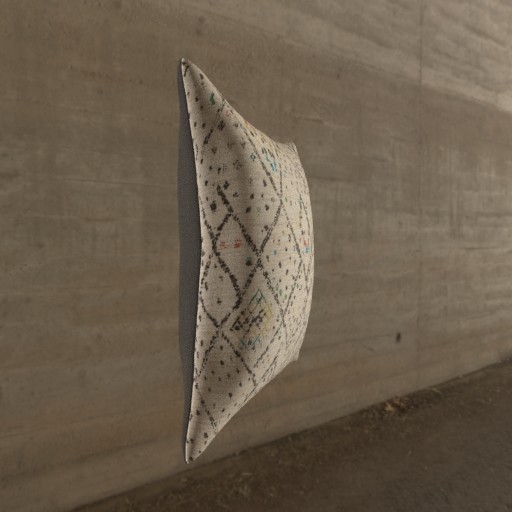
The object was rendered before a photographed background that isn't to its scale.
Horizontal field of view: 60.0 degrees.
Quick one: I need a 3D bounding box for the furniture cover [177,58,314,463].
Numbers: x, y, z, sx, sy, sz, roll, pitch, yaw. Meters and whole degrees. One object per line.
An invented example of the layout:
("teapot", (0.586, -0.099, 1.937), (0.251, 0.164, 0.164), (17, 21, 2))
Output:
("furniture cover", (0.000, 0.000, 0.774), (0.180, 0.498, 0.525), (1, 2, 19))
